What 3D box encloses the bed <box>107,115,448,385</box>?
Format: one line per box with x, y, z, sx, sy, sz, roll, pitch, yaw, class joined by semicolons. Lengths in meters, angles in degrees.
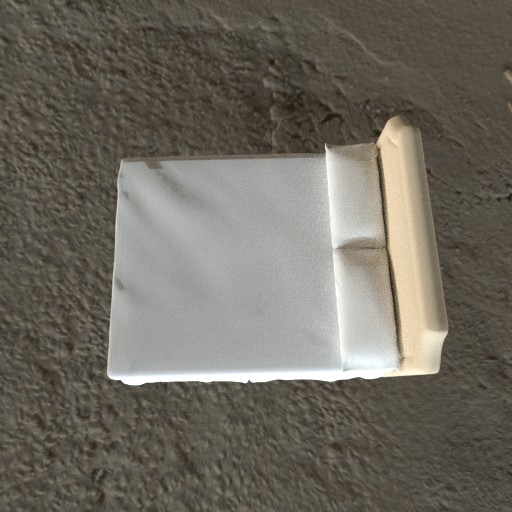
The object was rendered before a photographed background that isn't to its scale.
0.000;0.000;3.854;2.548;1.524;2.134;-1;74;0;bed
